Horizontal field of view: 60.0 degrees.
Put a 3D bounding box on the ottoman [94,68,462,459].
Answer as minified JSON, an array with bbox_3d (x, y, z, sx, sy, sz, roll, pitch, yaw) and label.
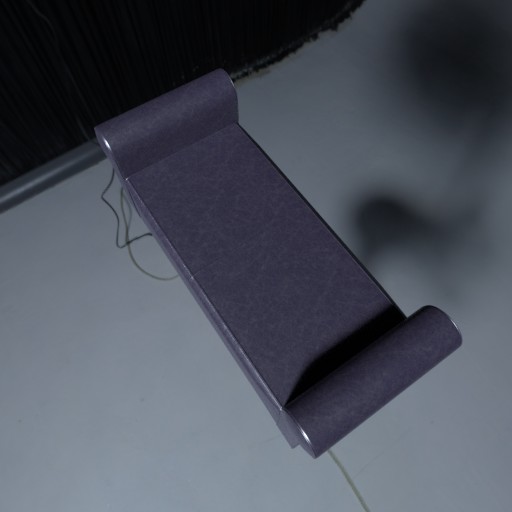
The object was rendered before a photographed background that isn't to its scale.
[{"bbox_3d":[0.000,0.000,1.565,0.521,0.547,1.256,-31,68,-14],"label":"ottoman"}]
